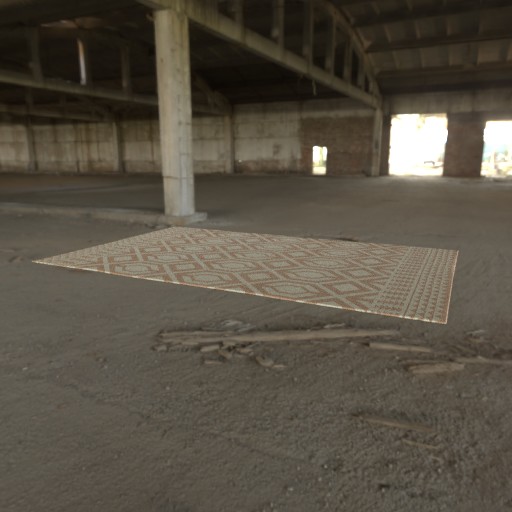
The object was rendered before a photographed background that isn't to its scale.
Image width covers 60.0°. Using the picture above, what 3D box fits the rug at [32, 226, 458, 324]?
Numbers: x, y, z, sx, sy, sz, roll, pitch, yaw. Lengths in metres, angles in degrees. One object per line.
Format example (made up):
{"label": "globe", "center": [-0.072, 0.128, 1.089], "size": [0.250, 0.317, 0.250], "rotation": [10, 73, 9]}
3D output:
{"label": "rug", "center": [0.000, 0.000, 2.970], "size": [2.435, 0.011, 1.526], "rotation": [6, 14, 25]}
